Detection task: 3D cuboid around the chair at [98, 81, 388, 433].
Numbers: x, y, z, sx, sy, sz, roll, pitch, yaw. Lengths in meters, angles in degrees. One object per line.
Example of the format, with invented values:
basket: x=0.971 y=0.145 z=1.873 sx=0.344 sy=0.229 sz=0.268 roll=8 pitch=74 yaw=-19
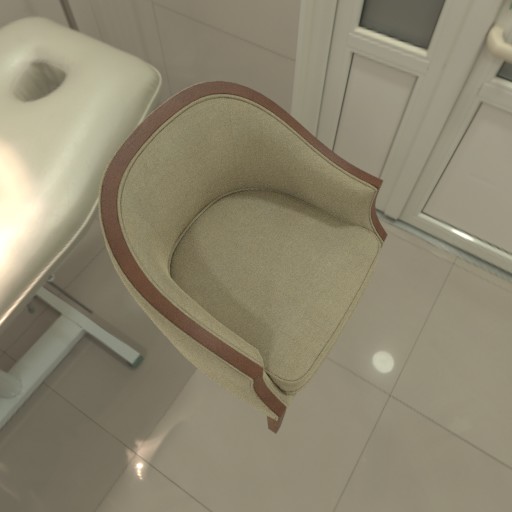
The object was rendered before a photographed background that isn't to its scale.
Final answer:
chair: x=0.000 y=0.000 z=1.502 sx=0.735 sy=0.876 sz=0.803 roll=29 pitch=64 yaw=16
